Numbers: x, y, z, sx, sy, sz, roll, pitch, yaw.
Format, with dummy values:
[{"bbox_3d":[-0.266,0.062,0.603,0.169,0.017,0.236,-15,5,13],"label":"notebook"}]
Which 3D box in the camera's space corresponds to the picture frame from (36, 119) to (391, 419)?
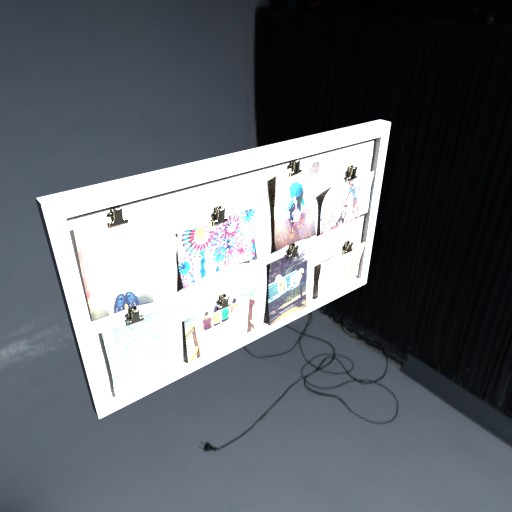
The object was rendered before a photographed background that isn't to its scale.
[{"bbox_3d":[0.000,0.000,0.792,0.647,0.379,0.044,-21,37,-31],"label":"picture frame"}]
